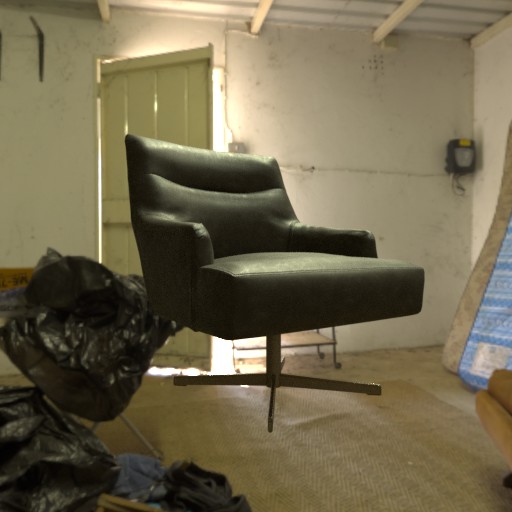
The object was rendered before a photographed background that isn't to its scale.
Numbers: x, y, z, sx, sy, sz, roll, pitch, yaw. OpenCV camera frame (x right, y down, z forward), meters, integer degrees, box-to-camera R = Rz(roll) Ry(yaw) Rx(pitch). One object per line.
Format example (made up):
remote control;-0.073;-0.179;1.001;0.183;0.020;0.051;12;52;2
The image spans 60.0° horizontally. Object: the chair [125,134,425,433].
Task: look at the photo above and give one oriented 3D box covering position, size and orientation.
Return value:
chair;0.000;0.000;1.512;0.738;0.870;0.874;-1;1;-36
